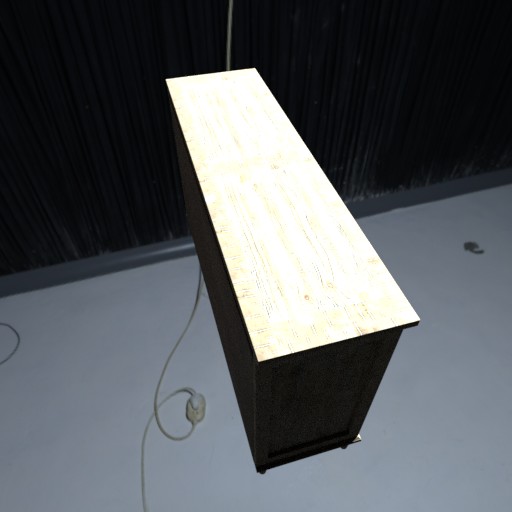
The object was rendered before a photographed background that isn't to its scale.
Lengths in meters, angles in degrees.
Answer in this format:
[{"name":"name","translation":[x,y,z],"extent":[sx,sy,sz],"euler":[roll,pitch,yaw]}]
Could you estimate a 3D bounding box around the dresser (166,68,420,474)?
[{"name":"dresser","translation":[0.000,0.000,2.061],"extent":[0.457,1.016,1.626],"euler":[-12,48,-11]}]
